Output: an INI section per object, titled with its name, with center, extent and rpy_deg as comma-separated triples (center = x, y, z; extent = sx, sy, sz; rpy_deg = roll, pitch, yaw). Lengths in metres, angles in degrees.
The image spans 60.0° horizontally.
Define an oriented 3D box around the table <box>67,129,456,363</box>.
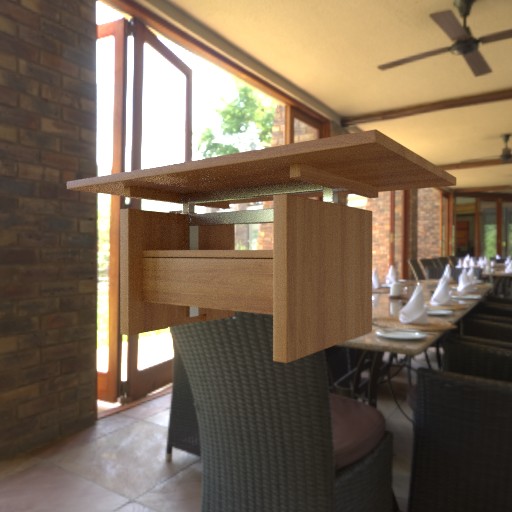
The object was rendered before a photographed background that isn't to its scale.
[table]
center = 0.000, 0.000, 1.482
extent = 1.100, 0.510, 0.700
rpy_deg = 0, 1, 36
